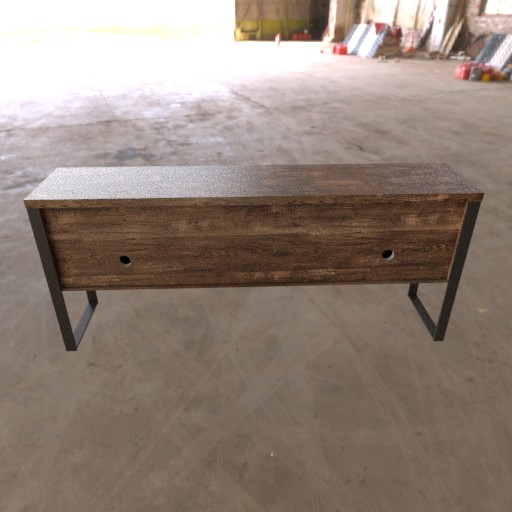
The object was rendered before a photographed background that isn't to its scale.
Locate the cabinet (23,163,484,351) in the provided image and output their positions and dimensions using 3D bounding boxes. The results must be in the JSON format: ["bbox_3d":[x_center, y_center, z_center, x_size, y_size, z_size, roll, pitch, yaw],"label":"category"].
[{"bbox_3d":[0.000,0.000,2.089,1.800,0.762,0.395,-1,30,-2],"label":"cabinet"}]
